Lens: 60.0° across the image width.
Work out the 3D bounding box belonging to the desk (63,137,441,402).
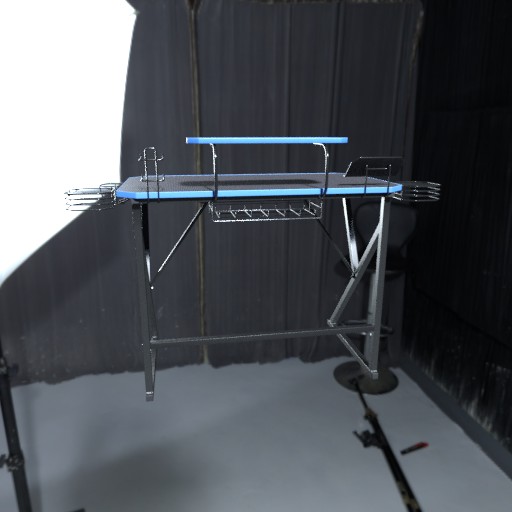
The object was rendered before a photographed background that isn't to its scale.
[{"bbox_3d":[0.000,0.000,1.757,1.295,0.909,0.594,-3,16,-10],"label":"desk"}]
